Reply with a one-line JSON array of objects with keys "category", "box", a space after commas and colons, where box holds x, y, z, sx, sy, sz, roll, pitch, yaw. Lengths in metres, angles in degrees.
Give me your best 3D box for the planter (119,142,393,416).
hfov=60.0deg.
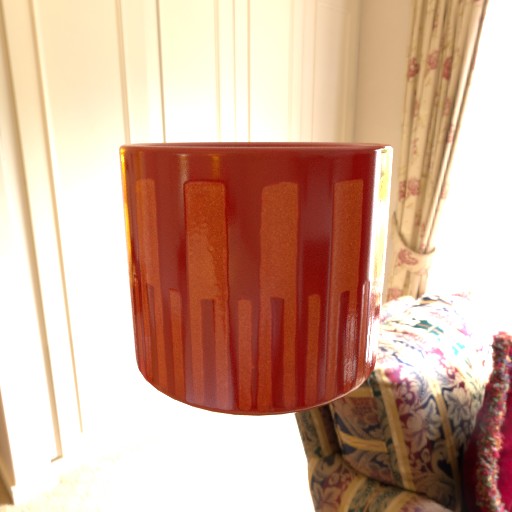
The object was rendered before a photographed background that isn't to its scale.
[{"category": "planter", "box": [0.000, 0.000, 0.411, 0.230, 0.202, 0.230, 0, 15, 0]}]
